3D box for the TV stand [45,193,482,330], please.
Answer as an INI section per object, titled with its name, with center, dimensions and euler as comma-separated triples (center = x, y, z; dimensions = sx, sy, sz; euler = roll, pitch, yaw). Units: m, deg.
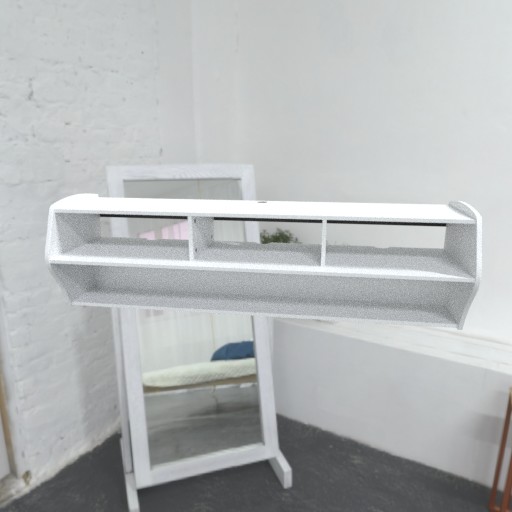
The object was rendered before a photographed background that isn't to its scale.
[TV stand]
center = 0.000, 0.000, 1.673
dimensions = 1.473, 0.424, 0.397
euler = 2, 15, 8
